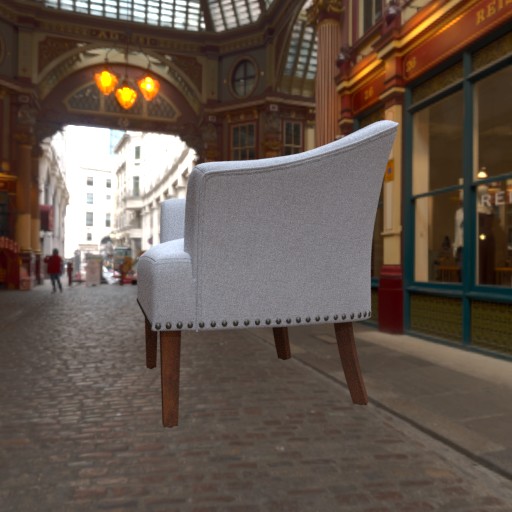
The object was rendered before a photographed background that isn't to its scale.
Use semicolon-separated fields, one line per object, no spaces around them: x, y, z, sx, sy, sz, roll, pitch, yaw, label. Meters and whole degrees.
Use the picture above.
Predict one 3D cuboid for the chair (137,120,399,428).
0.000;0.000;1.409;0.704;0.815;0.798;0;0;-18;chair
